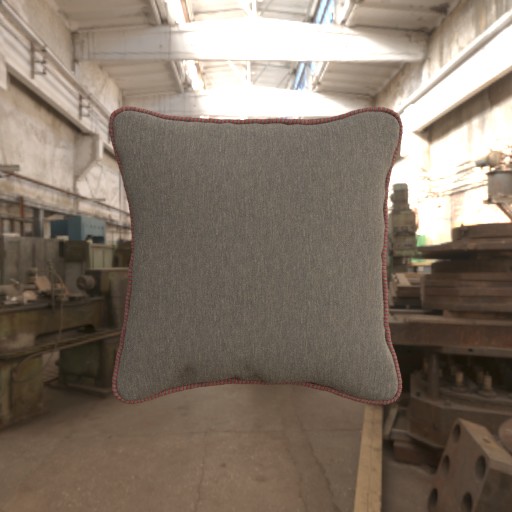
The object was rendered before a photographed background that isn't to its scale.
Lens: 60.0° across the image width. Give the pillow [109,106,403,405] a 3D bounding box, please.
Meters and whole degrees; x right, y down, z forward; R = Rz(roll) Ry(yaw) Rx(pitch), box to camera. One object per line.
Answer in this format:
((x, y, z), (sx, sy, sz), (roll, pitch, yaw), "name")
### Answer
((0.000, 0.000, 0.732), (0.482, 0.491, 0.124), (0, 1, 0), "pillow")
